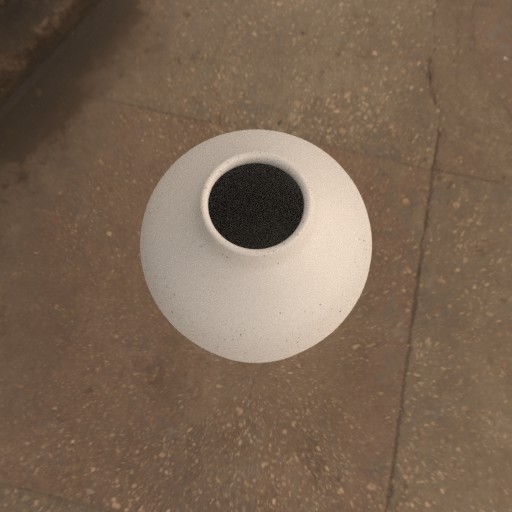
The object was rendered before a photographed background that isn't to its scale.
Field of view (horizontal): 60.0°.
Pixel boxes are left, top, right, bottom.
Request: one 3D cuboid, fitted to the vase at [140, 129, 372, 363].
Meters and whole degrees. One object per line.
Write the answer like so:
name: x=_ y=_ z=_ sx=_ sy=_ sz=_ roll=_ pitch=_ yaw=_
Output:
vase: x=0.000 y=0.000 z=0.363 sx=0.169 sy=0.240 sz=0.169 roll=0 pitch=75 yaw=0
